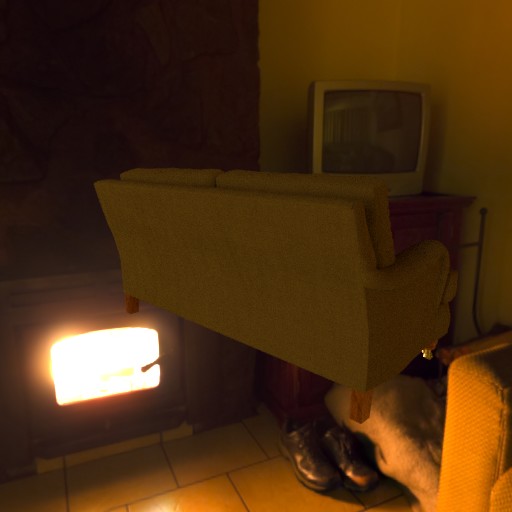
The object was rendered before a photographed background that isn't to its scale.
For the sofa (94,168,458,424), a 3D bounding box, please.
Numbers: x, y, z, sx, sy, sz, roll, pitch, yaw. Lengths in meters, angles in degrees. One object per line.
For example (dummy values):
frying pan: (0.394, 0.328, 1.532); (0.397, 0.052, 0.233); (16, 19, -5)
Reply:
sofa: (0.000, 0.000, 2.803); (2.165, 1.087, 1.086); (12, 18, 43)
